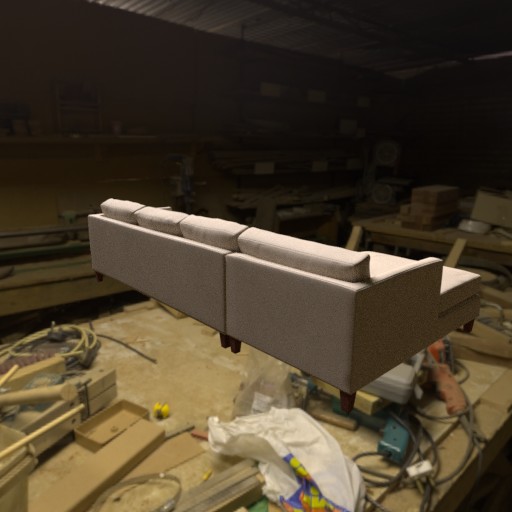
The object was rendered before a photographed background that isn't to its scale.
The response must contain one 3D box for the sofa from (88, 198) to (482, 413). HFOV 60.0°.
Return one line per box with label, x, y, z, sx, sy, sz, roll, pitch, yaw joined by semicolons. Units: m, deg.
sofa;0.000;0.000;3.838;1.625;0.846;3.186;-13;19;-41
